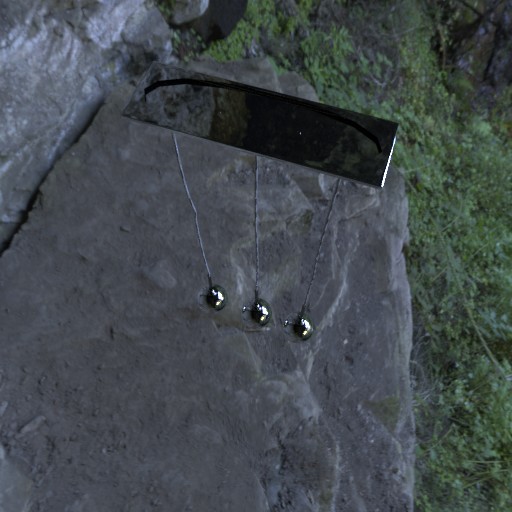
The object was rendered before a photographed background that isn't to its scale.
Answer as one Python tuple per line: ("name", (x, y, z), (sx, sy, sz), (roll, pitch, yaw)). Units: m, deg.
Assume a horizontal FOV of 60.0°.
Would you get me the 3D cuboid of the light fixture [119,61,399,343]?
("light fixture", (0.000, 0.000, 1.640), (0.623, 1.408, 0.188), (17, 65, 8))
